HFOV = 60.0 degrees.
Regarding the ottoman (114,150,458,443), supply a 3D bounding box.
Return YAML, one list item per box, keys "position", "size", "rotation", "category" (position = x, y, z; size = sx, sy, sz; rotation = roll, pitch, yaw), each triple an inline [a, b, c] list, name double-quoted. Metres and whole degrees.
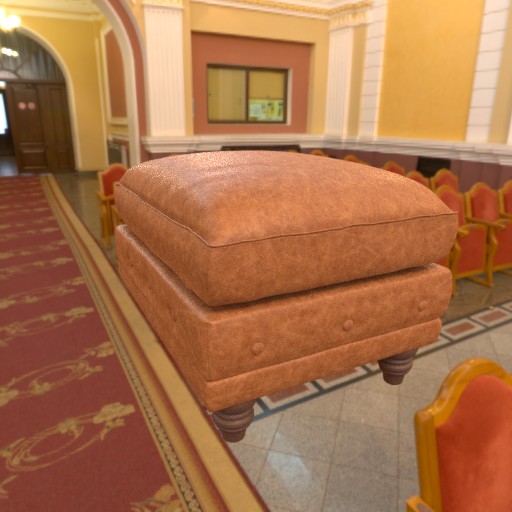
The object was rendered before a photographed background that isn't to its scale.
- position: [0.000, 0.000, 1.059]
  size: [0.533, 0.480, 0.710]
  rotation: [-9, 20, -26]
  category: "ottoman"
